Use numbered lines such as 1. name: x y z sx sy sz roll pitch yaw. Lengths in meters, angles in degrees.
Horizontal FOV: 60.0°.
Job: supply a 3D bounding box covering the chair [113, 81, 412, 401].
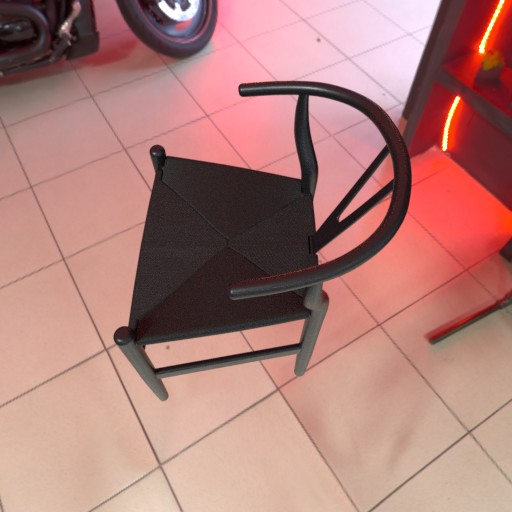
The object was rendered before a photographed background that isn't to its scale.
1. chair: 0.000 0.000 1.136 0.579 0.730 0.569 1 58 0
